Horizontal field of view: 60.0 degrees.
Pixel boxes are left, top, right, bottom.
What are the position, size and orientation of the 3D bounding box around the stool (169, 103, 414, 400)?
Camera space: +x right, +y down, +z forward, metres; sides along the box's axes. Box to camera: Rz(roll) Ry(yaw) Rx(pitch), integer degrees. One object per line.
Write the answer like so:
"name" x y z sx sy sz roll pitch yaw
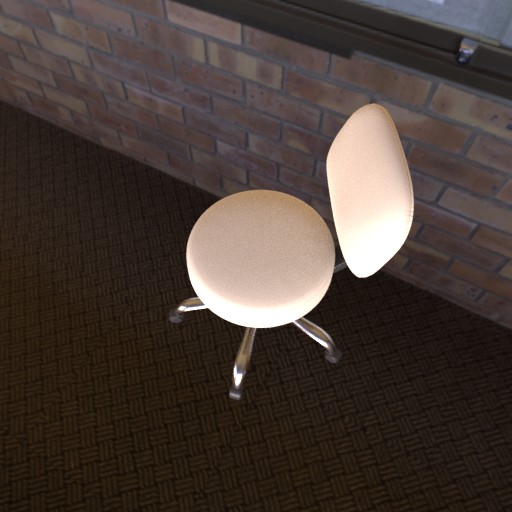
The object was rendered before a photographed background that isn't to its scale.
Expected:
"stool" 0.000 0.000 1.257 0.616 0.810 0.609 -2 59 -1
